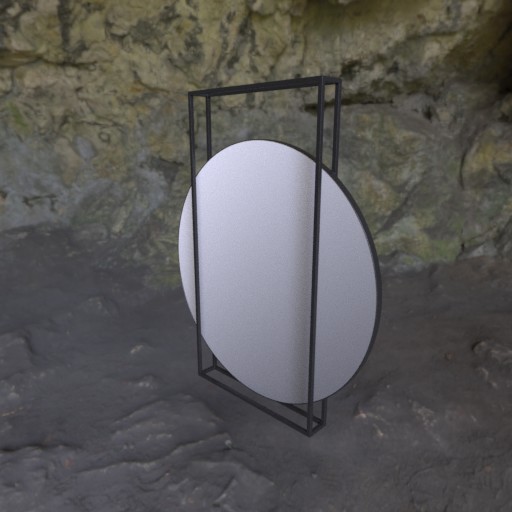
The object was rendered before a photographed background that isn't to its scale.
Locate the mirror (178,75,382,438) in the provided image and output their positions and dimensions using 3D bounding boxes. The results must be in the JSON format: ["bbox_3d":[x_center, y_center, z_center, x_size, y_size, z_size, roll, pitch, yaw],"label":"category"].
[{"bbox_3d":[0.000,0.000,0.836,0.508,0.603,0.051,14,20,42],"label":"mirror"}]
